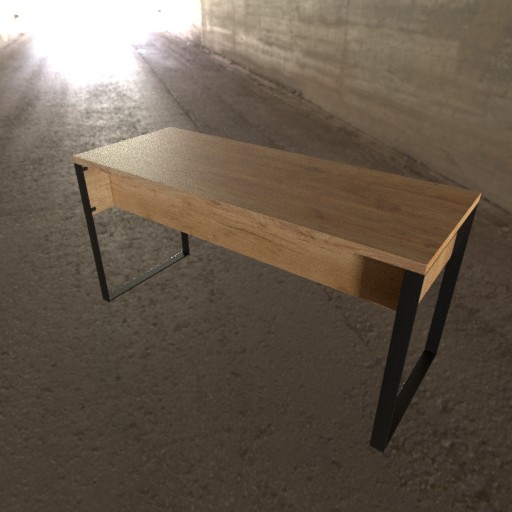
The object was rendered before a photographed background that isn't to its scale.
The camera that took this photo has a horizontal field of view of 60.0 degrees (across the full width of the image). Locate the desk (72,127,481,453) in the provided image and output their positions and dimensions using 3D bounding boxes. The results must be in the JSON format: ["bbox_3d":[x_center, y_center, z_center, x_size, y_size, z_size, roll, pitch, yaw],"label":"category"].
[{"bbox_3d":[0.000,0.000,1.923,1.520,0.760,0.600,20,36,30],"label":"desk"}]
